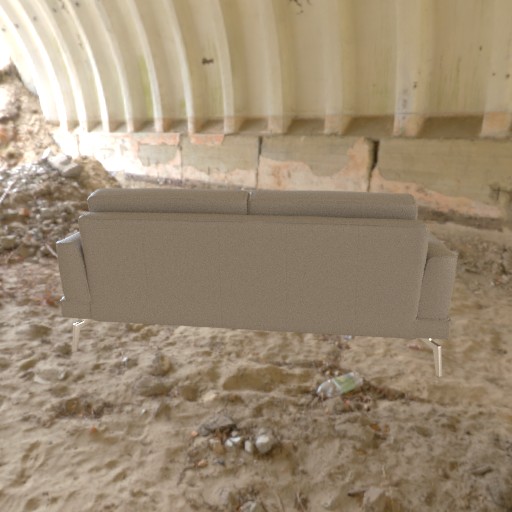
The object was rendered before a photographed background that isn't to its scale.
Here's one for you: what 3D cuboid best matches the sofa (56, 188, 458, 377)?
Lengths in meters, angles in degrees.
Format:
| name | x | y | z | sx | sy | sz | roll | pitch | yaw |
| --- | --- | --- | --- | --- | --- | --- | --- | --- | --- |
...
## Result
| name | x | y | z | sx | sy | sz | roll | pitch | yaw |
| --- | --- | --- | --- | --- | --- | --- | --- | --- | --- |
| sofa | 0.000 | 0.000 | 2.831 | 2.177 | 0.930 | 1.121 | 2 | 16 | 7 |
